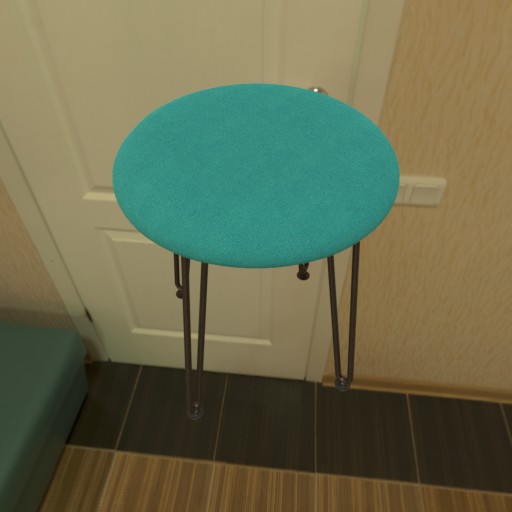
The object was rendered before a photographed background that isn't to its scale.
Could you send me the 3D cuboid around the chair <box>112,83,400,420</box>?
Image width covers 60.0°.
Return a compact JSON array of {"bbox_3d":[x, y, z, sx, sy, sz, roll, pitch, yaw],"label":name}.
[{"bbox_3d":[0.000,0.000,0.677,0.350,0.430,0.350,-17,48,-16],"label":"chair"}]
